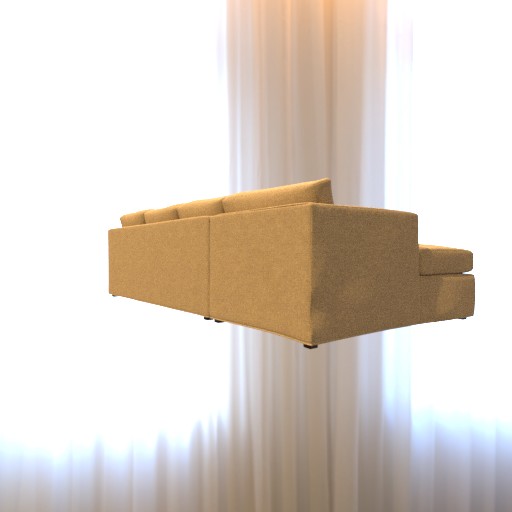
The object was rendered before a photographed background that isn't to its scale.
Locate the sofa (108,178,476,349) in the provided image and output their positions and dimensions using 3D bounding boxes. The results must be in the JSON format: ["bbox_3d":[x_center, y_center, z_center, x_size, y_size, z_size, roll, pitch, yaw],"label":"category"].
[{"bbox_3d":[0.000,0.000,3.957,1.638,0.920,3.198,0,1,-36],"label":"sofa"}]
